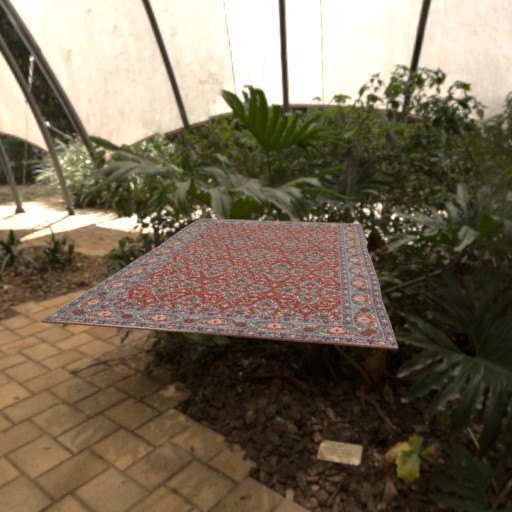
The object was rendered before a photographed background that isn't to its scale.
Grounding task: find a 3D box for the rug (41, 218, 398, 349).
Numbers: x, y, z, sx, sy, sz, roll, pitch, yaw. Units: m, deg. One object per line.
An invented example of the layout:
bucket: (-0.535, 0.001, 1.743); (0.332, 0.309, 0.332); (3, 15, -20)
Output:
rug: (0.000, 0.000, 2.993); (1.533, 0.011, 2.439); (3, 16, 9)
